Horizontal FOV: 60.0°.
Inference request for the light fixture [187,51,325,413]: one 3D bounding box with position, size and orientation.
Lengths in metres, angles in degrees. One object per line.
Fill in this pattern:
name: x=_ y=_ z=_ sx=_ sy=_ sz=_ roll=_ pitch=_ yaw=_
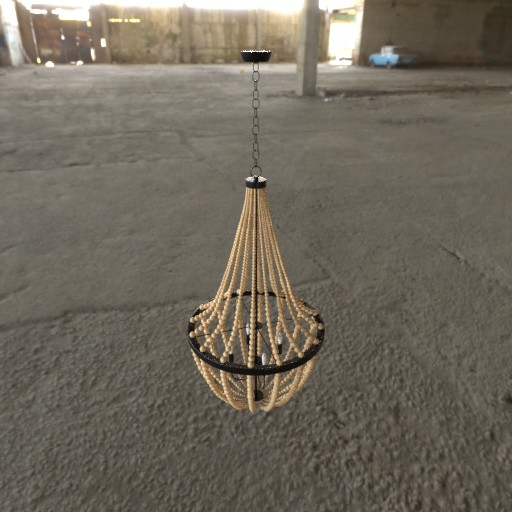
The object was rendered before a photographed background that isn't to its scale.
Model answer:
light fixture: x=0.000 y=0.000 z=1.352 sx=0.450 sy=1.133 sz=0.450 roll=0 pitch=26 yaw=0
